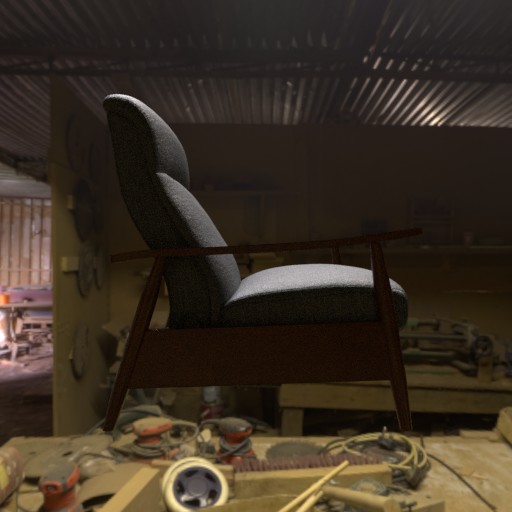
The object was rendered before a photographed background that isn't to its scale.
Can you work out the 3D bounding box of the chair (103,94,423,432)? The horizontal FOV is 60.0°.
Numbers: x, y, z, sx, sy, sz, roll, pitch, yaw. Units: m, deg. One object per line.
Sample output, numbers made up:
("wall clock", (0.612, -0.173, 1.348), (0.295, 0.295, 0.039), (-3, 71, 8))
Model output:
("chair", (0.000, 0.000, 1.738), (1.030, 1.082, 0.762), (0, 0, 0))
